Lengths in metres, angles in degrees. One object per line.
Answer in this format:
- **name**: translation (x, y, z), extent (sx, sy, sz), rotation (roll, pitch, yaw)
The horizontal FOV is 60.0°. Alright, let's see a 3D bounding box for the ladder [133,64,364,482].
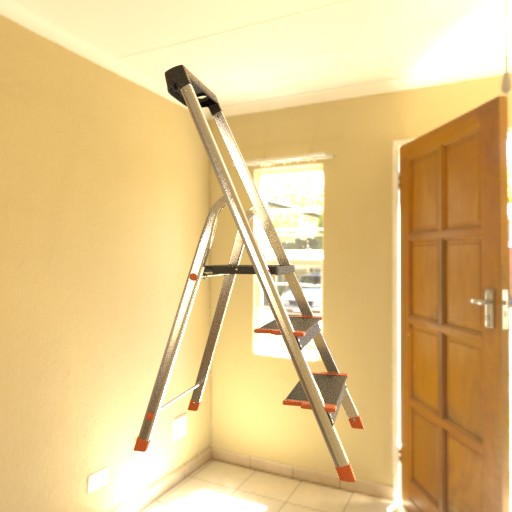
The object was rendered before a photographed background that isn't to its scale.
- **ladder**: translation (0.000, 0.000, 1.497), extent (0.686, 1.229, 0.416), rotation (0, 0, 17)
